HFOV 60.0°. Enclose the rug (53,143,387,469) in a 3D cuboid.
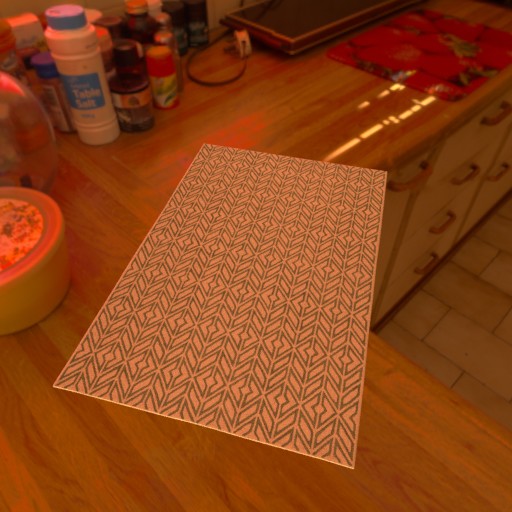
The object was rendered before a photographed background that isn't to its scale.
[{"bbox_3d":[0.000,0.000,2.295,1.220,0.007,1.828,11,48,10],"label":"rug"}]
